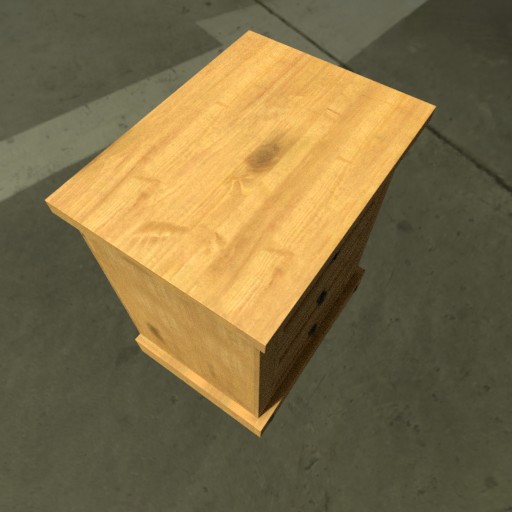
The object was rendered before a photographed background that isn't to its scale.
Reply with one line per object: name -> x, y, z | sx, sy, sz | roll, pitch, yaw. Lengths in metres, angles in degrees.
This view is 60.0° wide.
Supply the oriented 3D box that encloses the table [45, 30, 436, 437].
table -> 0.000, 0.000, 1.238 | 0.500, 0.813, 0.660 | 31, 63, 17
